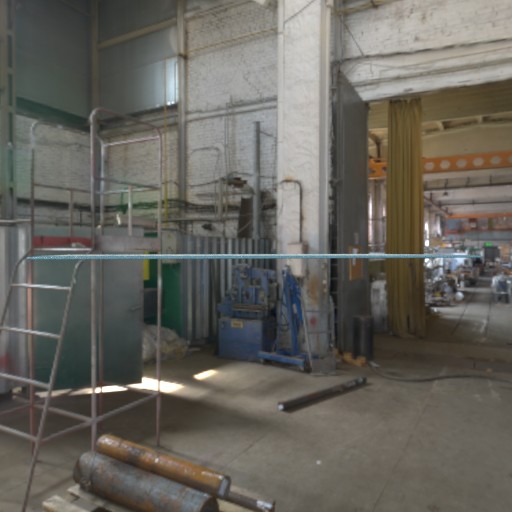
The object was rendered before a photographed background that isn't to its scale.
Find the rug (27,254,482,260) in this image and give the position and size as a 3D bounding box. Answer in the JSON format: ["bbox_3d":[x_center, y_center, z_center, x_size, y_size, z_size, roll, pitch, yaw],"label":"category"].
[{"bbox_3d":[0.000,0.000,1.426,1.219,0.007,0.604,0,1,-16],"label":"rug"}]
